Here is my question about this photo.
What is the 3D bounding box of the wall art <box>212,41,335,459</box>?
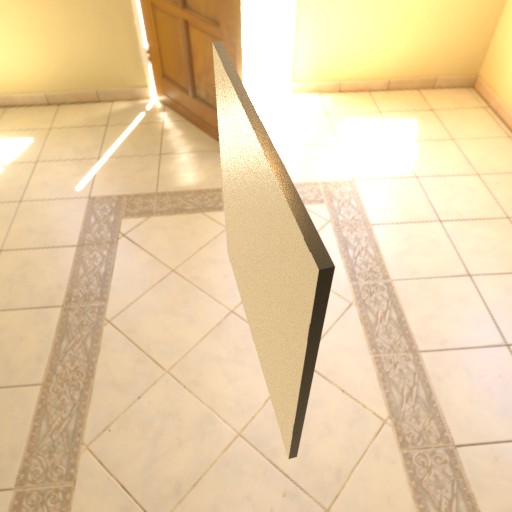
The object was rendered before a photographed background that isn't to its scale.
[{"bbox_3d":[0.000,0.000,0.658,0.014,0.445,0.446,-11,49,-10],"label":"wall art"}]
